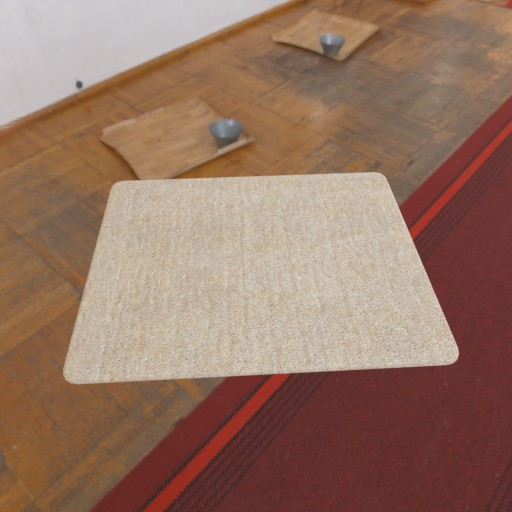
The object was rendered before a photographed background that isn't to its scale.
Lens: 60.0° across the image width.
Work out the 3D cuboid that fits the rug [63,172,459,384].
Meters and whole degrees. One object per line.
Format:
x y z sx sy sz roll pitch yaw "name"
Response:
0.000 0.000 3.453 2.528 0.048 2.009 -2 47 -2 "rug"
